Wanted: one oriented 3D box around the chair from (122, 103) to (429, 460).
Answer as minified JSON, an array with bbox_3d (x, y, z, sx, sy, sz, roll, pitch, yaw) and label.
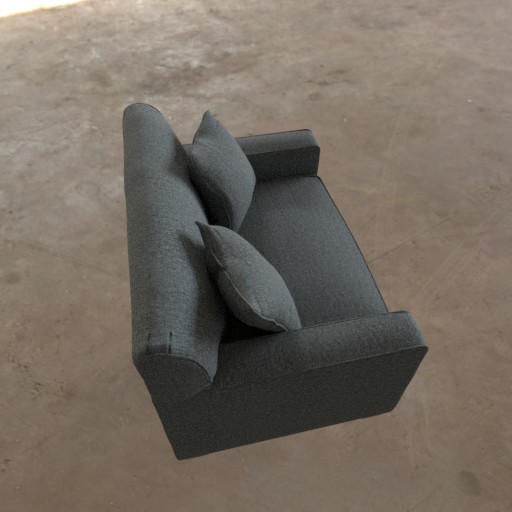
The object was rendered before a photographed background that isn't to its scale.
[{"bbox_3d":[0.000,0.000,2.018,1.000,0.948,1.383,-10,49,-8],"label":"chair"}]
